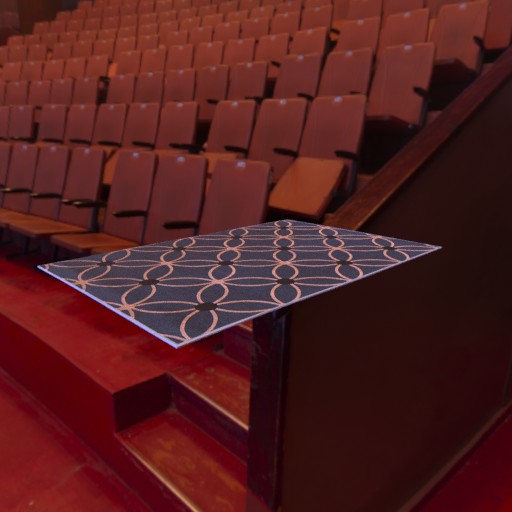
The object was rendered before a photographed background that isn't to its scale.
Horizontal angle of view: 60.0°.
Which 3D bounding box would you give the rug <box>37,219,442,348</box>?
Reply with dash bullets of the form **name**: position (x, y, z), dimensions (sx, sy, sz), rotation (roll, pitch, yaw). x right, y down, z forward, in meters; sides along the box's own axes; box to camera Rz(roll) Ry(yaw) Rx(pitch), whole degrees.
- **rug**: position (0.000, 0.000, 2.965), dimensions (2.284, 0.008, 1.522), rotation (-14, 20, -42)
